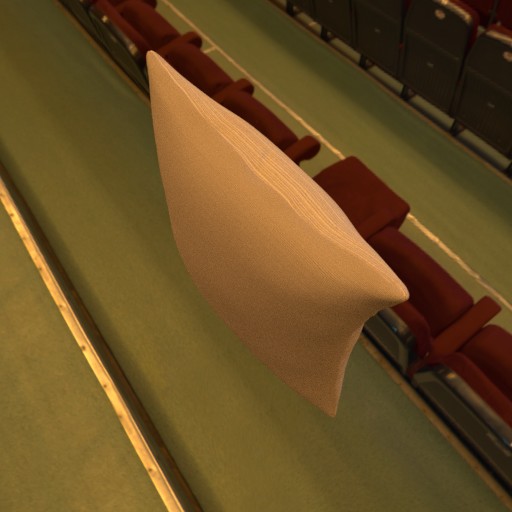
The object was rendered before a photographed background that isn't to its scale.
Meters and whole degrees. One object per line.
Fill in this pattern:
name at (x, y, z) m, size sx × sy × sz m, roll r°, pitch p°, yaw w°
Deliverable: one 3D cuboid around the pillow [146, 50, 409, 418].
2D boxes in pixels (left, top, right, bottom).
pillow at (0.000, 0.000, 0.746) m, size 0.204 × 0.497 × 0.512 m, roll -32°, pitch 63°, yaw -19°
